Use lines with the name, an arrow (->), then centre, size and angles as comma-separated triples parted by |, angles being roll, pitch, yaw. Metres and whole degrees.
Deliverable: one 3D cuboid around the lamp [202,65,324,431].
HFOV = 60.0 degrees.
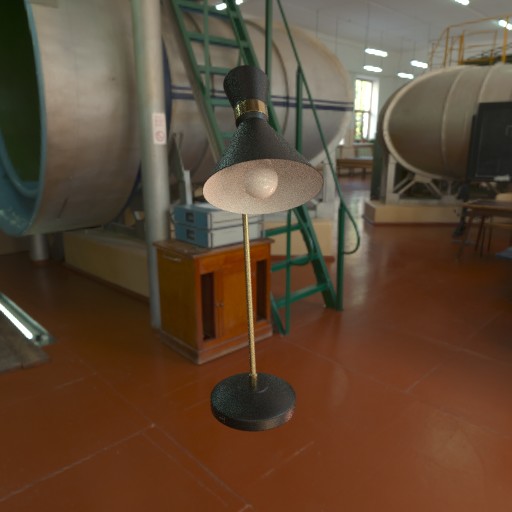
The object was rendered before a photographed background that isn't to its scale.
lamp -> 0.000, 0.000, 0.791 | 0.189, 0.647, 0.292 | -2, 15, -9
